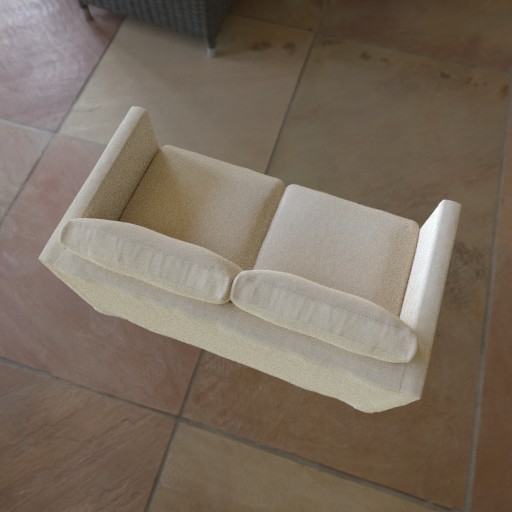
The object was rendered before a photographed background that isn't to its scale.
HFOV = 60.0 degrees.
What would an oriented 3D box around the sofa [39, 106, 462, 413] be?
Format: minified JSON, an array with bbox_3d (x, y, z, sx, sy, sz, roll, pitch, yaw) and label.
[{"bbox_3d":[0.000,0.000,2.271,1.746,0.834,0.962,19,68,8],"label":"sofa"}]
